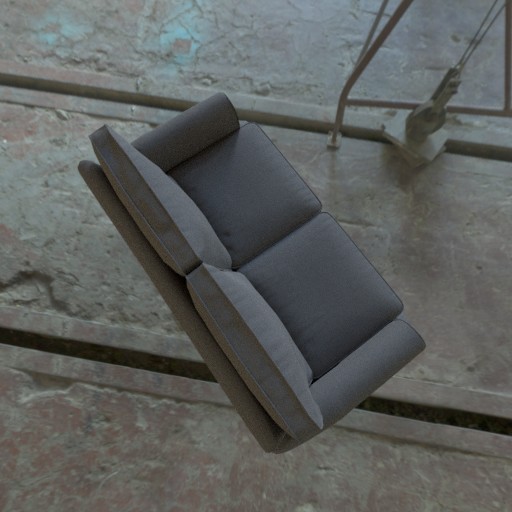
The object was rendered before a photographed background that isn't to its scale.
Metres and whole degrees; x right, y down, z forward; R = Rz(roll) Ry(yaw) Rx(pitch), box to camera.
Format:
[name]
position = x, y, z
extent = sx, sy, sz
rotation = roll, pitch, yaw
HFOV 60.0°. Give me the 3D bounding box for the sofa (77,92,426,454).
[sofa]
position = 0.000, 0.000, 2.217
extent = 0.964, 0.937, 1.665
rotation = -34, 77, -9
